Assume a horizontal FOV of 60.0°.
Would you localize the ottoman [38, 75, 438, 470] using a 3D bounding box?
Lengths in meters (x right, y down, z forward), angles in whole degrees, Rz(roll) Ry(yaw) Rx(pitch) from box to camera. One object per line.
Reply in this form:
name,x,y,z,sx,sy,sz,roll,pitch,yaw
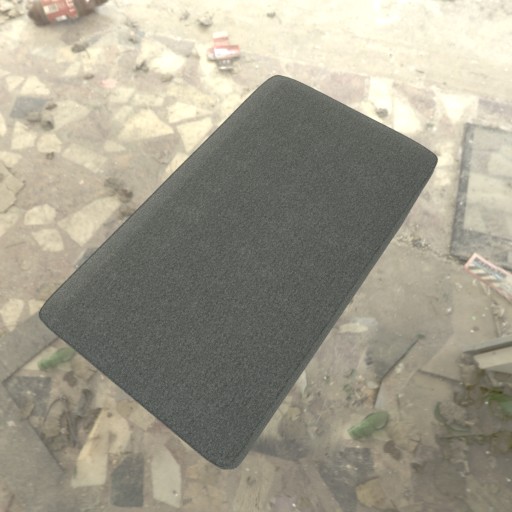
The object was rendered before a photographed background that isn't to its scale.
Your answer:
ottoman,0.000,0.000,1.511,0.681,0.494,1.173,33,68,15
